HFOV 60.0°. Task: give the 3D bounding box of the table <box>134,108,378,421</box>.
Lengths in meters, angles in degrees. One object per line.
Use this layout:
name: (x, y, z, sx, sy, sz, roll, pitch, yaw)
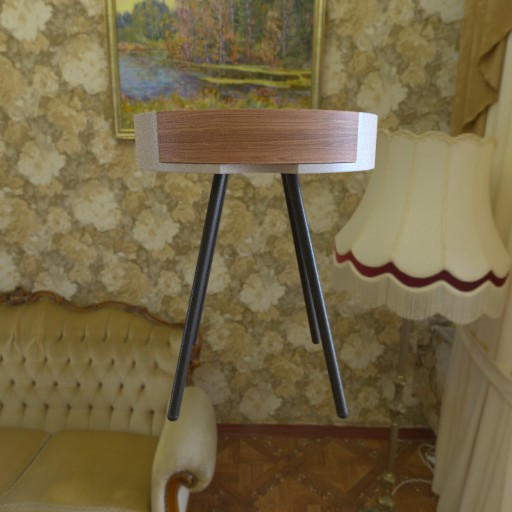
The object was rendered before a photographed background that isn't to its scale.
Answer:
table: (0.000, 0.000, 0.878, 0.450, 0.525, 0.450, 0, 14, 0)
